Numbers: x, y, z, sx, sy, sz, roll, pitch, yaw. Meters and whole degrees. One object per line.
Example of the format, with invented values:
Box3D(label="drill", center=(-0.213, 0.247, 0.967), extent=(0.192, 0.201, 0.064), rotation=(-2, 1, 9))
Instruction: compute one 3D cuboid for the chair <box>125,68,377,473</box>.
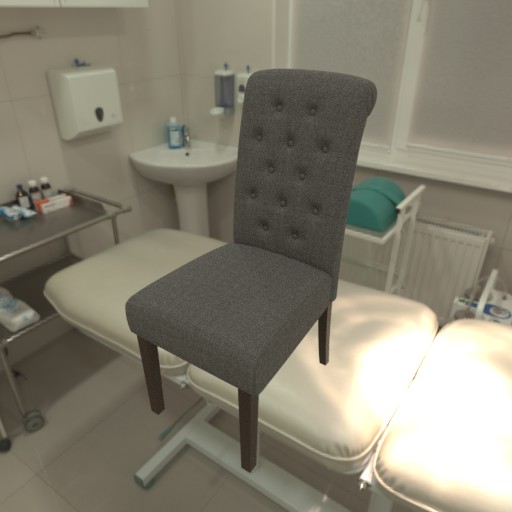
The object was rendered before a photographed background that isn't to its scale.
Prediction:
Box3D(label="chair", center=(0.000, 0.000, 1.357), extent=(0.456, 1.006, 0.671), rotation=(18, 34, 30))
